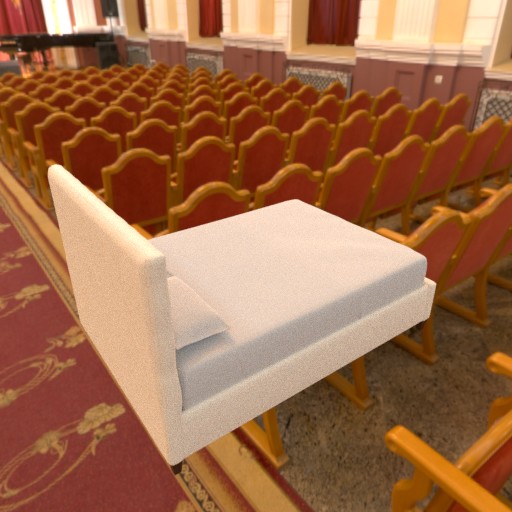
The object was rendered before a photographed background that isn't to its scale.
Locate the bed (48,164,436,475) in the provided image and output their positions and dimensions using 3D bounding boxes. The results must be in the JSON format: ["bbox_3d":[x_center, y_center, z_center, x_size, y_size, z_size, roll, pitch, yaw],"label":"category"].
[{"bbox_3d":[0.000,0.000,3.398,2.387,1.427,1.698,-19,33,-31],"label":"bed"}]
